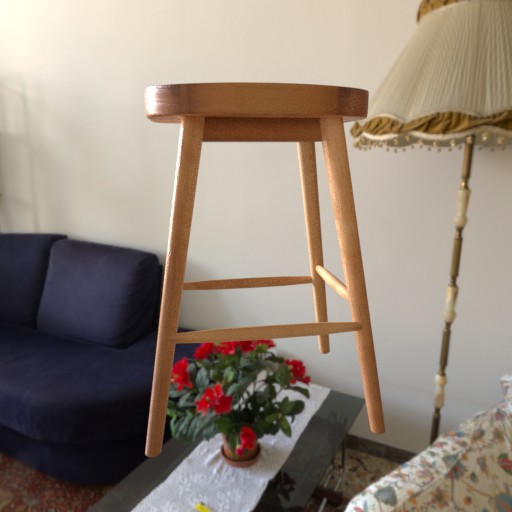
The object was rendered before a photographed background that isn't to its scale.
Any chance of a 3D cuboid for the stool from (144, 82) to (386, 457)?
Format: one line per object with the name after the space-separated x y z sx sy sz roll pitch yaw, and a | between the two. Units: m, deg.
0.000 0.000 0.890 0.440 0.615 0.361 -2 14 -8 | stool
